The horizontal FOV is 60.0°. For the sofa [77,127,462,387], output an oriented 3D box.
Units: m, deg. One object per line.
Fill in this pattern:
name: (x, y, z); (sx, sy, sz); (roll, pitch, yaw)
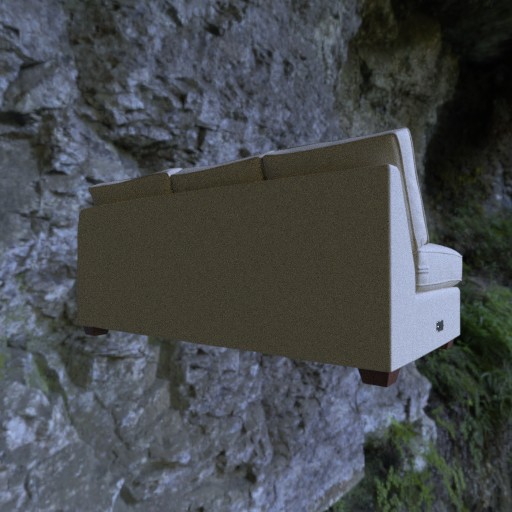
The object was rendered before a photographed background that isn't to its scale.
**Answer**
sofa: (0.000, 0.000, 2.485); (1.963, 0.946, 1.034); (-1, -1, 37)
